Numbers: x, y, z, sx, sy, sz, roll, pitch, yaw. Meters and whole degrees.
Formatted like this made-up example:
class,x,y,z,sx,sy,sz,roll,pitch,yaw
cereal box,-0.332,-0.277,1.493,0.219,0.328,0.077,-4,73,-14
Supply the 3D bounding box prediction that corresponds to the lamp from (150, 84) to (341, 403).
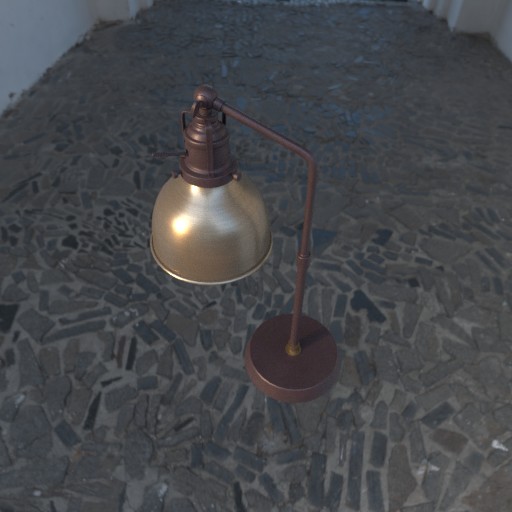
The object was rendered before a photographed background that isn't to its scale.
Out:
class,x,y,z,sx,sy,sz,roll,pitch,yaw
lamp,0.000,0.000,0.611,0.298,0.469,0.175,16,49,15
